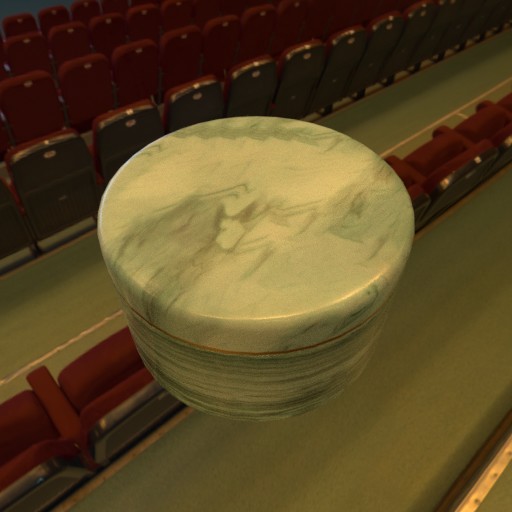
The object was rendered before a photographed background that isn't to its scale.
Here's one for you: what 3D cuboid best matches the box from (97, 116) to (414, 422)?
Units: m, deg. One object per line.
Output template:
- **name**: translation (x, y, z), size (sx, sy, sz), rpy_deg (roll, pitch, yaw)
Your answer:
- **box**: translation (0.000, 0.000, 0.164), size (0.101, 0.063, 0.101), rpy_deg (0, 47, 0)
